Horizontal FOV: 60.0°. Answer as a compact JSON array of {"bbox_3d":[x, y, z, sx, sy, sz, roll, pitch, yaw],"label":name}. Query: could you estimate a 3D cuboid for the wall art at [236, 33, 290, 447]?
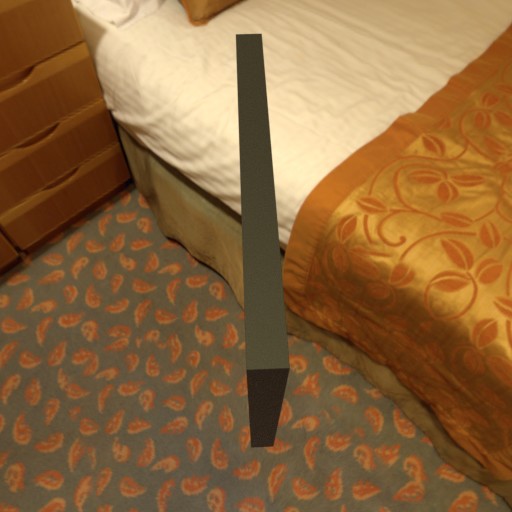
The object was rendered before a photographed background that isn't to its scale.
[{"bbox_3d":[0.000,0.000,0.536,0.029,0.330,0.381,-2,58,-1],"label":"wall art"}]
